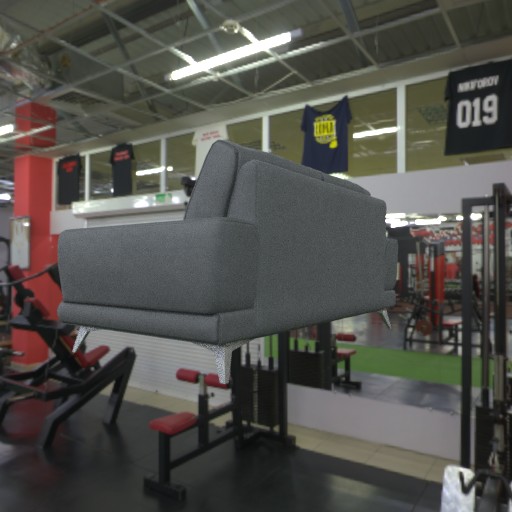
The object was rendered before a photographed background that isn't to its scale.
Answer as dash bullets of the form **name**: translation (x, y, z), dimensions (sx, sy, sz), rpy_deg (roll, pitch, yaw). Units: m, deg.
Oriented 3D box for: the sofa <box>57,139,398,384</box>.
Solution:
- **sofa**: translation (0.000, 0.000, 2.451), dimensions (1.018, 0.907, 1.806), rpy_deg (-1, -1, 36)
